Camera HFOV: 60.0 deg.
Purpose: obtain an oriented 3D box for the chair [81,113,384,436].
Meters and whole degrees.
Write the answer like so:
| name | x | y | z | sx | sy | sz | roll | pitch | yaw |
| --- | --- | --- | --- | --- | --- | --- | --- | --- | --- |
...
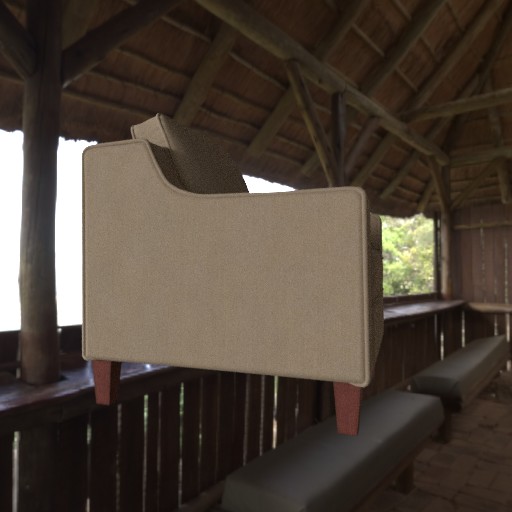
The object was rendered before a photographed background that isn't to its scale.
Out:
| name | x | y | z | sx | sy | sz | roll | pitch | yaw |
| --- | --- | --- | --- | --- | --- | --- | --- | --- | --- |
| chair | 0.000 | 0.000 | 1.661 | 0.909 | 0.960 | 0.831 | 0 | 0 | 18 |
